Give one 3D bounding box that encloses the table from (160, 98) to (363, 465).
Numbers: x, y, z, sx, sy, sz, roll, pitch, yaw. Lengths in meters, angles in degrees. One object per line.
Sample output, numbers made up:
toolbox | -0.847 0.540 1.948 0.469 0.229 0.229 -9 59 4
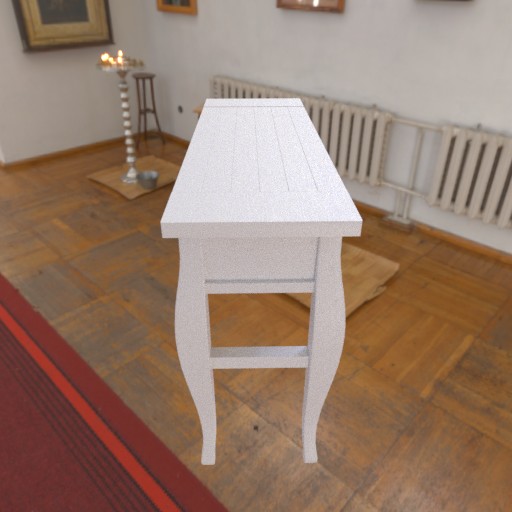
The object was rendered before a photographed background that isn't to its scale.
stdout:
table | 0.000 0.000 1.431 0.373 0.768 1.062 -1 31 -1
